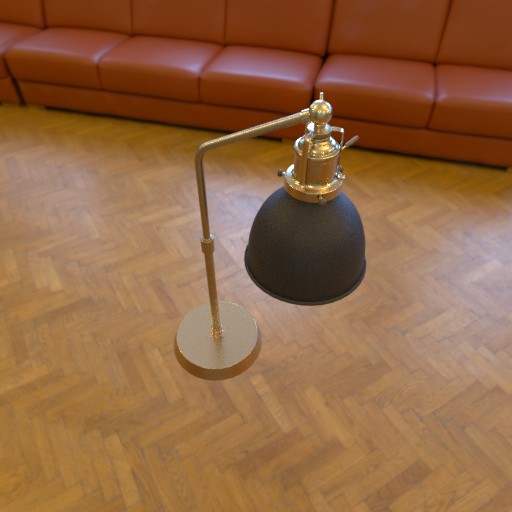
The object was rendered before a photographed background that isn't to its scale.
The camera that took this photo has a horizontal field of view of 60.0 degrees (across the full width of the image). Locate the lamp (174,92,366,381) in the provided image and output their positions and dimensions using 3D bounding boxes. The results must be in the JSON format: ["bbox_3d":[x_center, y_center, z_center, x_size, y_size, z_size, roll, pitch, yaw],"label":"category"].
[{"bbox_3d":[0.000,0.000,0.602,0.291,0.456,0.160,10,46,9],"label":"lamp"}]
